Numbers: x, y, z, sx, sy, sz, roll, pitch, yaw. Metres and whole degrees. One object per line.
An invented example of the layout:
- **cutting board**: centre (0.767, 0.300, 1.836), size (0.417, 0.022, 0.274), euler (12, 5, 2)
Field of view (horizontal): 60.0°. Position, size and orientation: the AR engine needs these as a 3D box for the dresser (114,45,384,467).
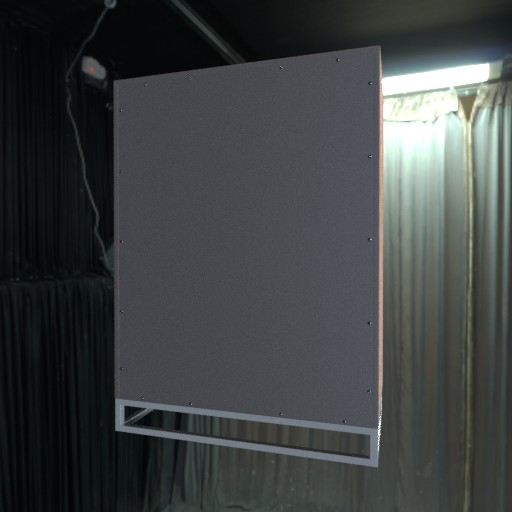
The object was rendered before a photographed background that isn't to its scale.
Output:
- **dresser**: centre (0.000, 0.000, 1.771), size (0.965, 1.321, 0.508), euler (0, 1, 17)
